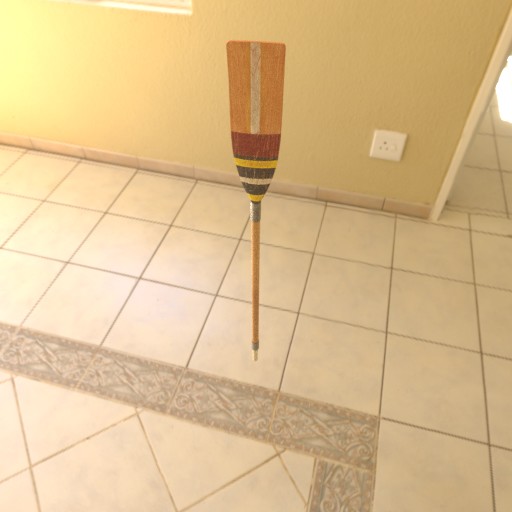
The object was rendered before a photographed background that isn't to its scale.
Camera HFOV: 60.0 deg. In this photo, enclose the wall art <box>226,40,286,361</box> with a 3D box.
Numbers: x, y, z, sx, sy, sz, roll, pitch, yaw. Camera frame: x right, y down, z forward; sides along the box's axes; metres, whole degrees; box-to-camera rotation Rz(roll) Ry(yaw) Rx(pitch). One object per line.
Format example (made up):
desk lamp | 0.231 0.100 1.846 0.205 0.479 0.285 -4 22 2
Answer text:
wall art | 0.000 0.000 1.654 0.146 1.556 0.038 4 48 4
